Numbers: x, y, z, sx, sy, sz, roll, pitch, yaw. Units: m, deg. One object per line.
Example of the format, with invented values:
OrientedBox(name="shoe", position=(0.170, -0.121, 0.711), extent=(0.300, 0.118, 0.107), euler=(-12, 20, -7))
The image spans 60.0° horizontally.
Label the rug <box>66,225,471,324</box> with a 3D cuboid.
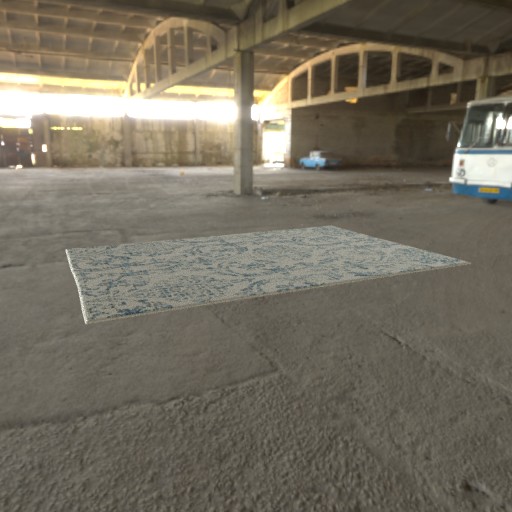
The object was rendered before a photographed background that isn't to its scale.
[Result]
OrientedBox(name="rug", position=(0.000, 0.000, 2.383), extent=(1.831, 0.012, 1.213), euler=(-6, 15, -25))
